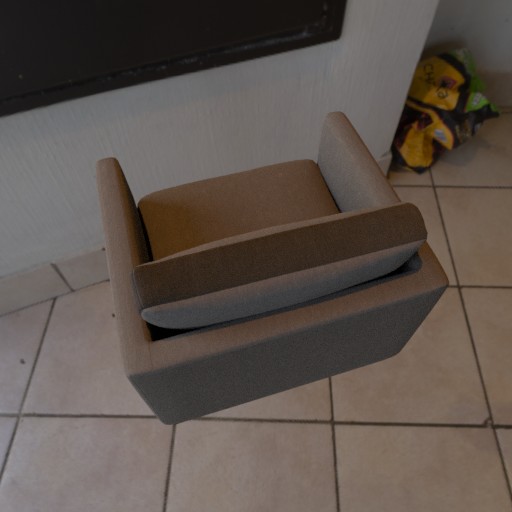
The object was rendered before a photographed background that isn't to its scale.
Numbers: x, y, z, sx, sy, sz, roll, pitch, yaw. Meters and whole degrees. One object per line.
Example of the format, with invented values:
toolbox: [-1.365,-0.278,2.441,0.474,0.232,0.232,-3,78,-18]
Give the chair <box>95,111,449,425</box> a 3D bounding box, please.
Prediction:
chair: [0.000,0.000,1.840,1.107,0.963,0.959,-14,58,-9]
